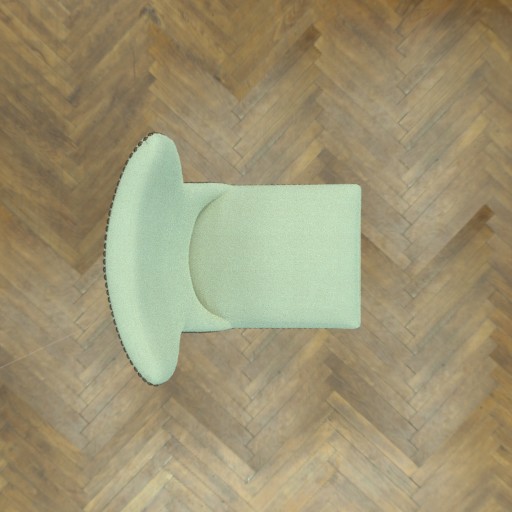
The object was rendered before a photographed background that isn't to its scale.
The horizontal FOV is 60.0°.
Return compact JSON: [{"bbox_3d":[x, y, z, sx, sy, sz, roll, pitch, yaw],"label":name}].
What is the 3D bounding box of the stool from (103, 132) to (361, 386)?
[{"bbox_3d":[0.000,0.000,1.328,0.608,0.981,0.498,0,91,0],"label":"stool"}]
